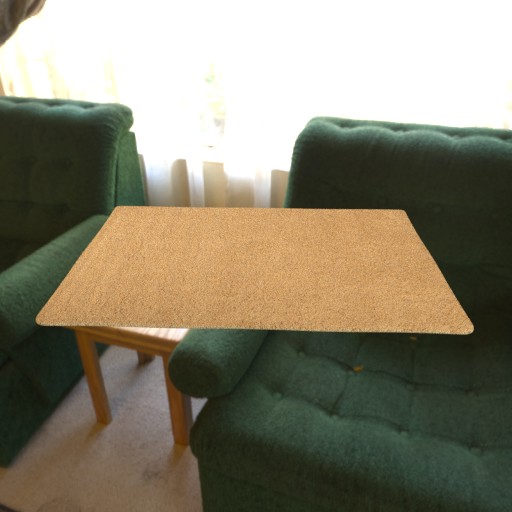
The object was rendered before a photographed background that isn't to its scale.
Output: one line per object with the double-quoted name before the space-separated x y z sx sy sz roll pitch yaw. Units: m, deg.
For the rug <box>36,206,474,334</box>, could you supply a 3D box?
"rug" 0.000 0.000 2.985 2.349 0.025 1.500 1 31 2
